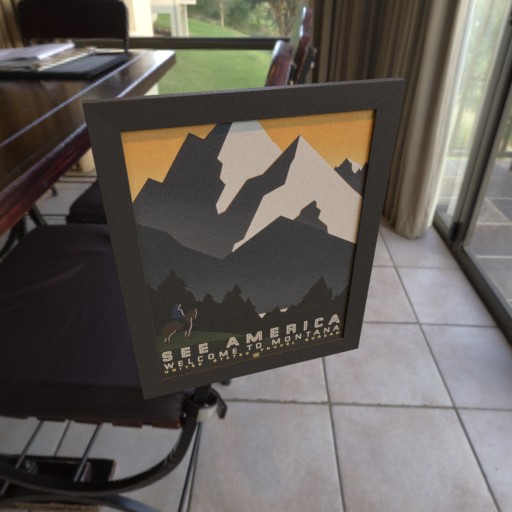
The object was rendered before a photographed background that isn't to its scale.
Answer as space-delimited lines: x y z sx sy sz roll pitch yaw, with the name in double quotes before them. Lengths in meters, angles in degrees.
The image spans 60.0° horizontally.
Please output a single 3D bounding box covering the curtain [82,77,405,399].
"curtain" 0.000 0.000 0.808 0.483 0.585 0.027 -10 34 -14
